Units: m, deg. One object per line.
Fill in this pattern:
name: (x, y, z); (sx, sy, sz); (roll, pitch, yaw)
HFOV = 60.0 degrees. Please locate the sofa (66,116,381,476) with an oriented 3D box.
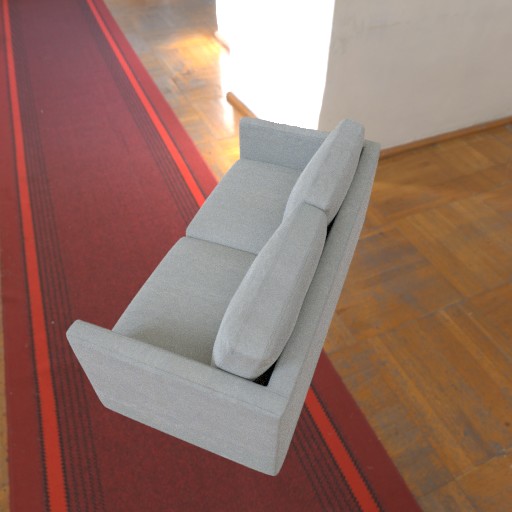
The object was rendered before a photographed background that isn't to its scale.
sofa: (0.000, 0.000, 2.427); (0.950, 0.963, 1.884); (16, 48, 15)
